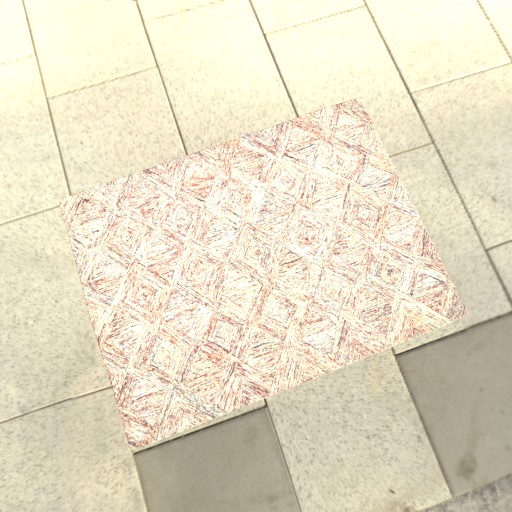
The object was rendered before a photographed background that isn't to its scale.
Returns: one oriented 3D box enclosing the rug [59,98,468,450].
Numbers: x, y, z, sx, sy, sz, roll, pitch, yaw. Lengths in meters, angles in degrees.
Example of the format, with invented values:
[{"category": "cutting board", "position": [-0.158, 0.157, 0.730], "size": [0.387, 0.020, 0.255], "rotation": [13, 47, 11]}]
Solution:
[{"category": "rug", "position": [0.000, 0.000, 4.167], "size": [3.226, 0.024, 2.436], "rotation": [-20, 76, -5]}]
